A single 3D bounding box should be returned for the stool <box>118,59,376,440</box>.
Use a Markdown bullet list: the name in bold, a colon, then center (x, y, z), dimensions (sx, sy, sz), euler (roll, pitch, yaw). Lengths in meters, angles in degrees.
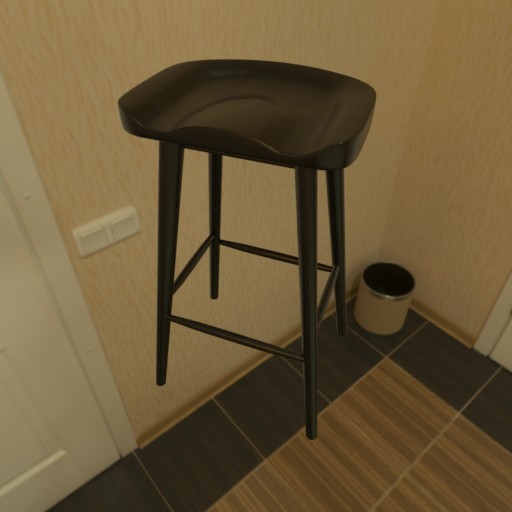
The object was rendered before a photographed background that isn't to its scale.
- **stool**: center (0.000, 0.000, 0.997), dimensions (0.440, 0.749, 0.361), euler (14, 43, 16)
